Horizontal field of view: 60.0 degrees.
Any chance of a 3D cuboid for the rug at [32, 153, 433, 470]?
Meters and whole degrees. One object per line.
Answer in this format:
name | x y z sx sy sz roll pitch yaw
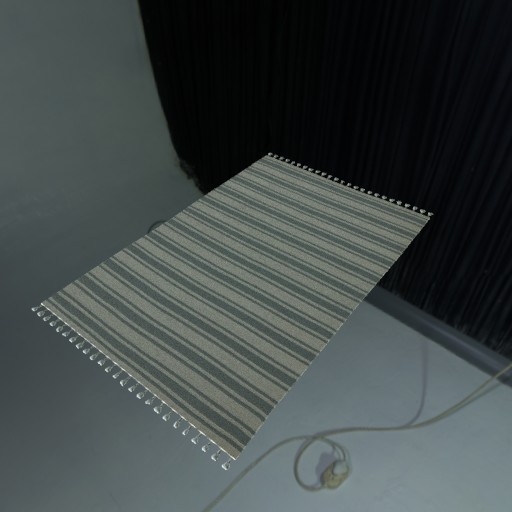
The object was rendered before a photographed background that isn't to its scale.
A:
rug | 0.000 0.000 3.006 1.539 0.011 2.410 27 49 27
